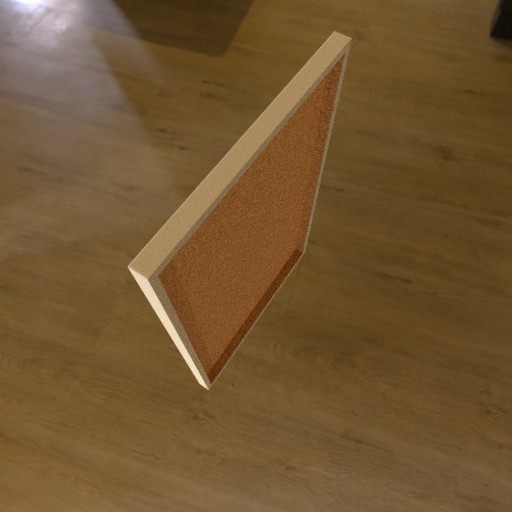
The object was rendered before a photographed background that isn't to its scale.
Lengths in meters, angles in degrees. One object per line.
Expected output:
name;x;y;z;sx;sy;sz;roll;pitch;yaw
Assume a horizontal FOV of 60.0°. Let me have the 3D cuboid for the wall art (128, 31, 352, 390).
wall art;0.000;0.000;1.159;0.038;0.914;0.610;31;68;14
